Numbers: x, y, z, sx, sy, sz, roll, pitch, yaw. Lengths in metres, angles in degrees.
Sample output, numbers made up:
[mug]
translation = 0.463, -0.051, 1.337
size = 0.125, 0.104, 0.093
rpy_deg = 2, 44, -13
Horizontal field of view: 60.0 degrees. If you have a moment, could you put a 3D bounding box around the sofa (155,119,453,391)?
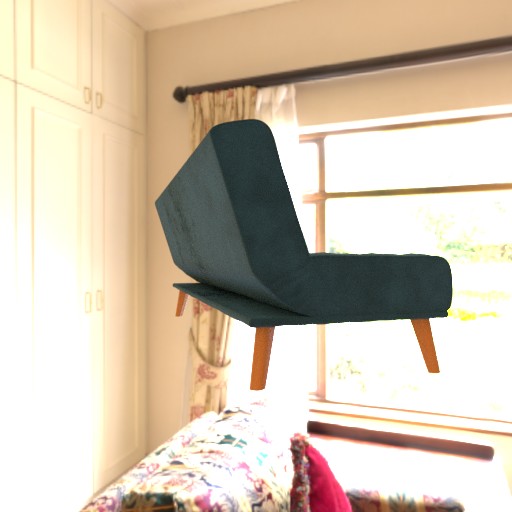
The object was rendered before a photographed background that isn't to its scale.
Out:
[sofa]
translation = 0.000, 0.000, 2.254
size = 0.855, 0.813, 1.804
rpy_deg = 0, 0, -18
